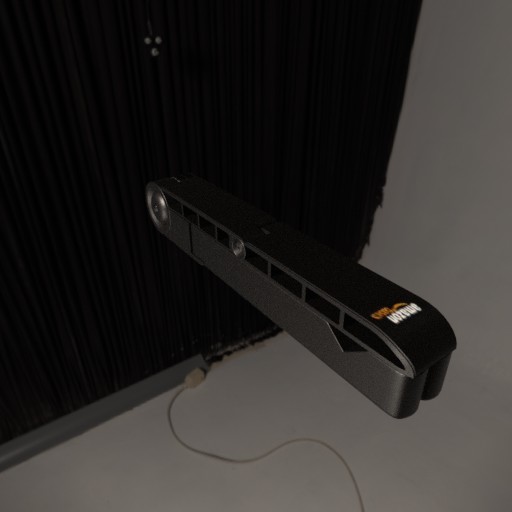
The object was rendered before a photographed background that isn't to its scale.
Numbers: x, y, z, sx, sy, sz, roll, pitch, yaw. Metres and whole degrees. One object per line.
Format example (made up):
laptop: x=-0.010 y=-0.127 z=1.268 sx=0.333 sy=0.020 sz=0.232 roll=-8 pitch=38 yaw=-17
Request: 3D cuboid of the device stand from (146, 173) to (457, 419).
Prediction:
device stand: x=0.000 y=0.000 z=0.195 sx=0.026 sy=0.030 sz=0.179 roll=-20 pitch=35 yaw=-31
